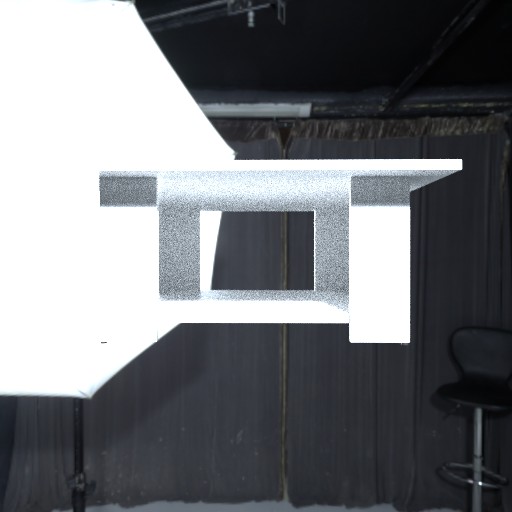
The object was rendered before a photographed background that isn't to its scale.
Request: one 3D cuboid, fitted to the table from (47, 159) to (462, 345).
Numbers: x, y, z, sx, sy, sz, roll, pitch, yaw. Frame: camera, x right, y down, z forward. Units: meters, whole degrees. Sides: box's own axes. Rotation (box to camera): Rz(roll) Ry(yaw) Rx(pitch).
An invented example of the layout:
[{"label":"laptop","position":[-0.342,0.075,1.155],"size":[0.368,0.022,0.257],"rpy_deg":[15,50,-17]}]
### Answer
[{"label":"table","position":[0.000,0.000,1.050],"size":[0.670,0.305,0.670],"rpy_deg":[0,0,1]}]
